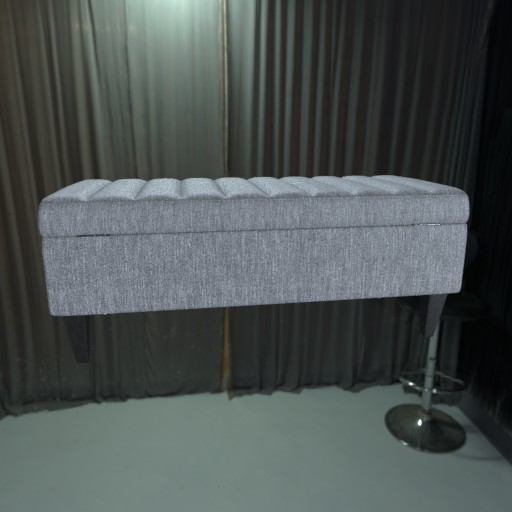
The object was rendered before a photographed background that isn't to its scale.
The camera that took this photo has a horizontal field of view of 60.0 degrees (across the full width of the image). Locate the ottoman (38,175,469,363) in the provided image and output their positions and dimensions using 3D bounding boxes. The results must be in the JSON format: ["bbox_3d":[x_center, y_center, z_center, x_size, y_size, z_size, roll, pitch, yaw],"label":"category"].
[{"bbox_3d":[0.000,0.000,1.417,1.151,0.469,0.482,-2,15,-9],"label":"ottoman"}]
